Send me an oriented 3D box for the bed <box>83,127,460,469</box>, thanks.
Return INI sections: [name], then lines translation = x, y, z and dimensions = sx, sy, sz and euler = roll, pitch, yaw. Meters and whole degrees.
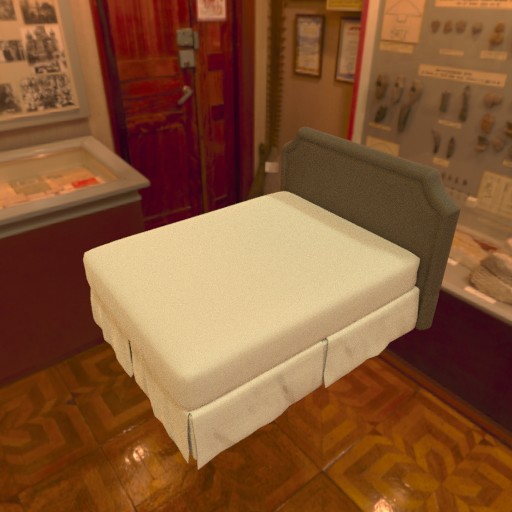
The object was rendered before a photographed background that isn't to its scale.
[bed]
translation = 0.000, 0.000, 3.314
dimensions = 2.181, 1.297, 1.831
euler = -21, 37, -31
